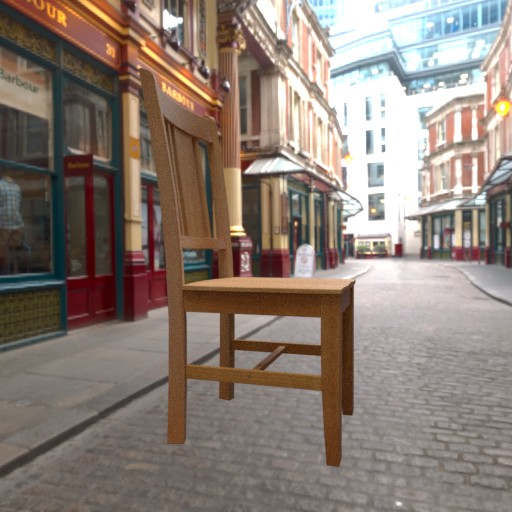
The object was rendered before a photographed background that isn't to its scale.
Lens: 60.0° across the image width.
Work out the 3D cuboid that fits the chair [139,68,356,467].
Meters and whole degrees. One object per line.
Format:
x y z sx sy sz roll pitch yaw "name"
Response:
0.000 0.000 1.314 0.556 0.998 0.450 0 1 17 "chair"
